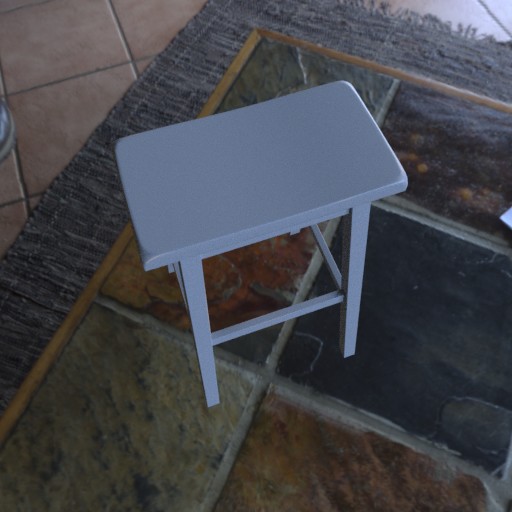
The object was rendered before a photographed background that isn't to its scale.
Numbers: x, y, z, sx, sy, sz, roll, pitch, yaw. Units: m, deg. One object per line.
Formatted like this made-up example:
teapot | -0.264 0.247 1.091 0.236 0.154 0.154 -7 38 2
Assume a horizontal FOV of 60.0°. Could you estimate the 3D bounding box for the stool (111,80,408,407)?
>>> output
stool | 0.000 0.000 1.062 0.457 0.737 0.476 -18 65 -8
